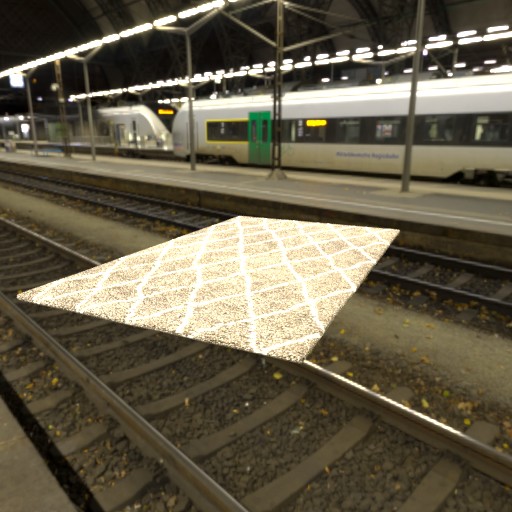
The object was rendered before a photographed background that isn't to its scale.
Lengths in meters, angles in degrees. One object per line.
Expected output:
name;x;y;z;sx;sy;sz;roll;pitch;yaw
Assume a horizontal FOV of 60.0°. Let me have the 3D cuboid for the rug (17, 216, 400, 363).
rug;0.000;0.000;2.974;1.524;0.030;2.438;7;17;24
